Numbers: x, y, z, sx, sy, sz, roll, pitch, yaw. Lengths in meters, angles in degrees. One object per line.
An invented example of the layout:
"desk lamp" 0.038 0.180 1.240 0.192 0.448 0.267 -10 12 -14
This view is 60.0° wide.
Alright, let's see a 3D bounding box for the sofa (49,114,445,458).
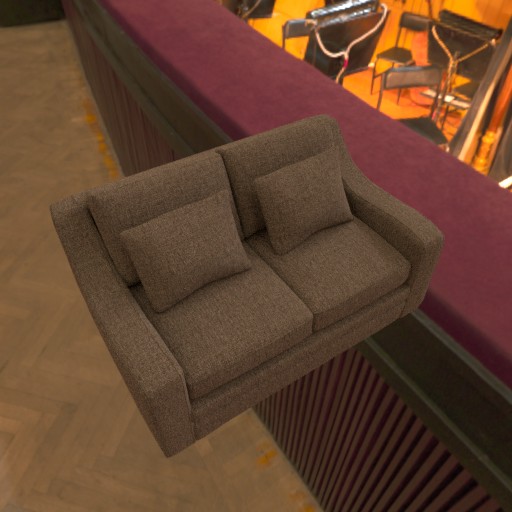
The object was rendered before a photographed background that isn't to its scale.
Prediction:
"sofa" 0.000 0.000 2.426 1.778 0.991 1.120 -24 50 -22
